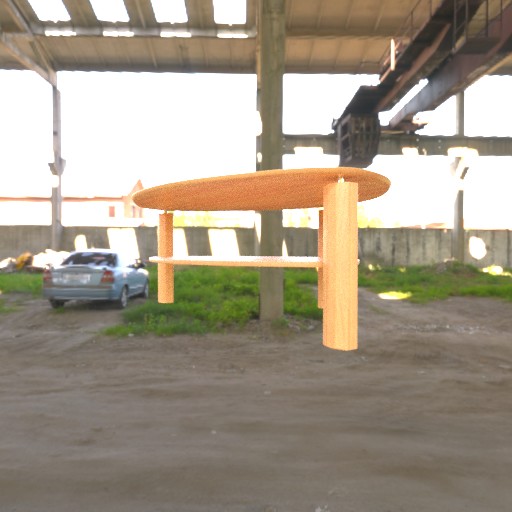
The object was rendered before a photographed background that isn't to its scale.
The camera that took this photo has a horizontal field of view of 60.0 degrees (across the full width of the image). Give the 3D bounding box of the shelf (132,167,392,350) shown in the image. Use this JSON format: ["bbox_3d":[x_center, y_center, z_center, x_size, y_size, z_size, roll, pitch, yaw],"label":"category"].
[{"bbox_3d":[0.000,0.000,1.647,0.845,0.440,1.246,-1,1,-34],"label":"shelf"}]
